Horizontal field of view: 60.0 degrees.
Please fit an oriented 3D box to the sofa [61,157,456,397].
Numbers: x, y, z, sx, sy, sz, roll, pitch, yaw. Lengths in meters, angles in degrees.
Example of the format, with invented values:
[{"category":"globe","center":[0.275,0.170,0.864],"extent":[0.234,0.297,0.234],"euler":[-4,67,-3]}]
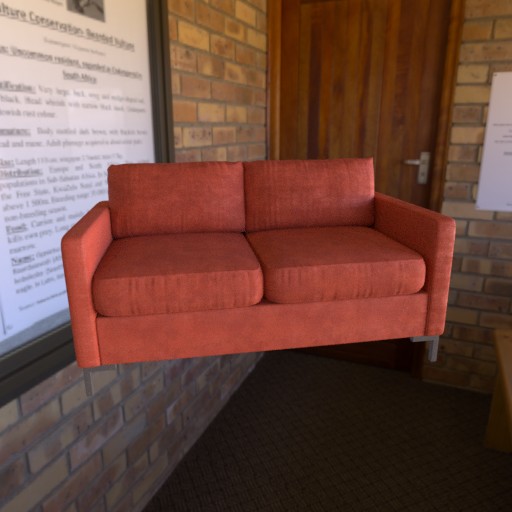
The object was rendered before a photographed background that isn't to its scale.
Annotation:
[{"category":"sofa","center":[0.000,0.000,2.153],"extent":[1.574,0.896,0.864],"euler":[-3,16,-9]}]
